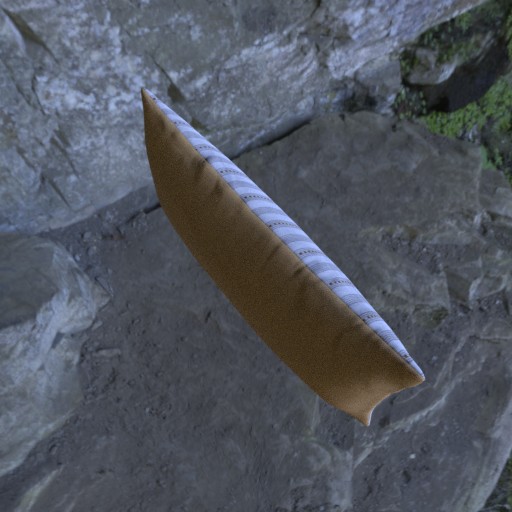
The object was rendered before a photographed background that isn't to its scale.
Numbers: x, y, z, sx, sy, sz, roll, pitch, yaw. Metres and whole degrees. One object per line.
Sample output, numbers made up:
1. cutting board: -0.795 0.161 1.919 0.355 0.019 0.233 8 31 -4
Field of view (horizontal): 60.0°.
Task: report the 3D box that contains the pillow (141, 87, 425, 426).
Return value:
1. pillow: 0.000 0.000 0.728 0.151 0.291 0.608 -33 64 -18
